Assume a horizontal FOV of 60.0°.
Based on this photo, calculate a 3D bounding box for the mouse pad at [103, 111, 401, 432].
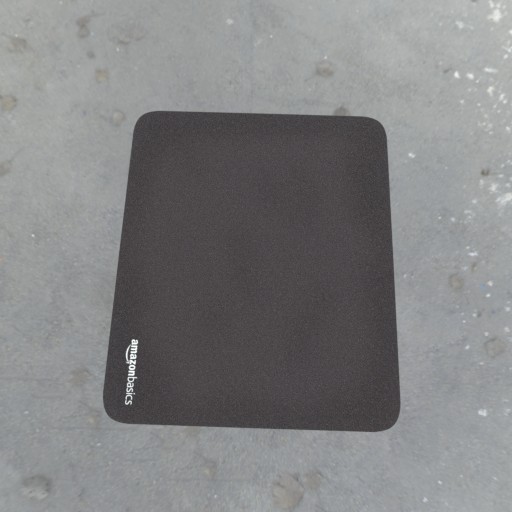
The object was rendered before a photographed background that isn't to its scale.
[{"bbox_3d":[0.000,0.000,0.342,0.211,0.002,0.249,2,75,0],"label":"mouse pad"}]
